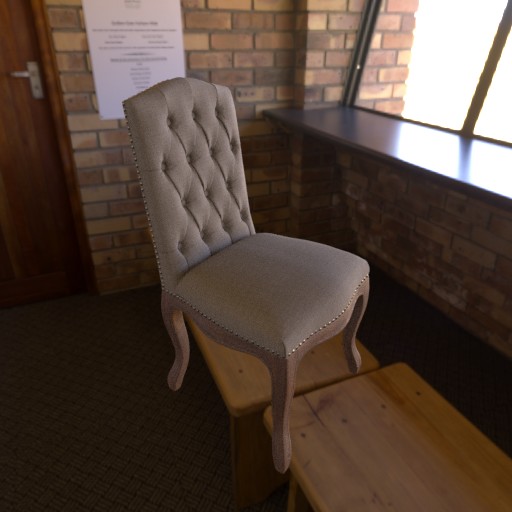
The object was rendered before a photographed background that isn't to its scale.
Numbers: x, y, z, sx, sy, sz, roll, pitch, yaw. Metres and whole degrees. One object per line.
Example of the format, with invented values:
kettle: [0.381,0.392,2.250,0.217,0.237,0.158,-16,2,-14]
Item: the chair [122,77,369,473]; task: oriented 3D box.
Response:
chair: [0.000,0.000,1.624,0.731,1.191,0.637,17,31,31]
